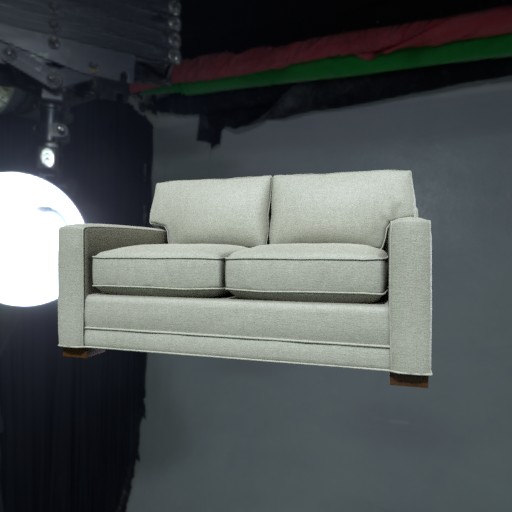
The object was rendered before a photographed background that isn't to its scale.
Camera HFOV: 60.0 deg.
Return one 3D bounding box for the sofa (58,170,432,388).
[{"bbox_3d":[0.000,0.000,2.086,1.484,0.853,0.940,0,1,17],"label":"sofa"}]
